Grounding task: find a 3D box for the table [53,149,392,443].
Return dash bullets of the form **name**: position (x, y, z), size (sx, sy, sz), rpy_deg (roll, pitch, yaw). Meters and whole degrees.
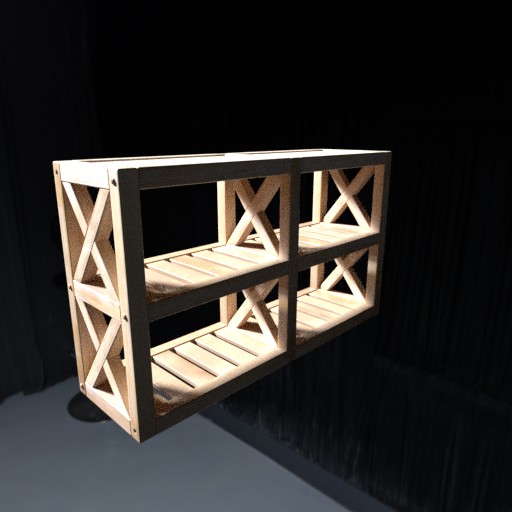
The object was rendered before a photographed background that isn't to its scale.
- **table**: position (0.000, 0.000, 1.717), size (0.381, 0.762, 1.320), rpy_deg (15, 21, 43)
